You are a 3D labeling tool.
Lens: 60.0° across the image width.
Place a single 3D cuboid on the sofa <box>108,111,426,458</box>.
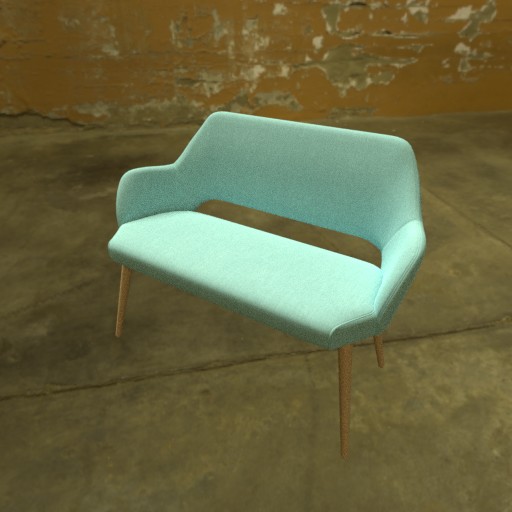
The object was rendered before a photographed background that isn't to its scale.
[{"bbox_3d":[0.000,0.000,1.596,1.150,0.840,0.610,18,34,29],"label":"sofa"}]
